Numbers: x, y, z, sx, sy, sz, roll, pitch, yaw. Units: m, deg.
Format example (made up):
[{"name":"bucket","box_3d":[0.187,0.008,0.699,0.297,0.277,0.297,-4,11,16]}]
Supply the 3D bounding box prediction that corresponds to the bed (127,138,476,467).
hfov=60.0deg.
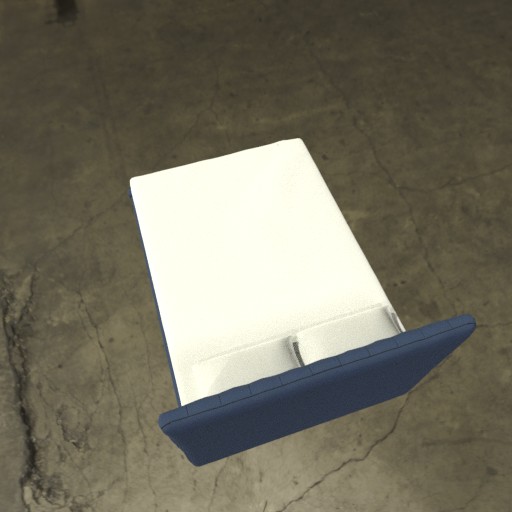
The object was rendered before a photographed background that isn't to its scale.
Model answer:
[{"name":"bed","box_3d":[0.000,0.000,3.346,1.706,1.427,2.387,-16,60,-9]}]
